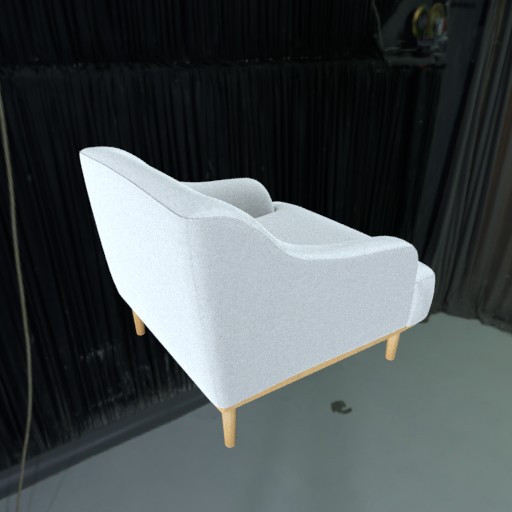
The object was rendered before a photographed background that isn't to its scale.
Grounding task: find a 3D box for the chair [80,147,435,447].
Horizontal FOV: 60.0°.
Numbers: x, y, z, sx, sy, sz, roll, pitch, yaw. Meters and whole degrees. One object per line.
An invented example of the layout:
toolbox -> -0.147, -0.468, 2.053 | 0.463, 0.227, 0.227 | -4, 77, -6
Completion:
chair -> 0.000, 0.000, 1.649 | 0.951, 0.818, 0.946 | -18, 31, -31
